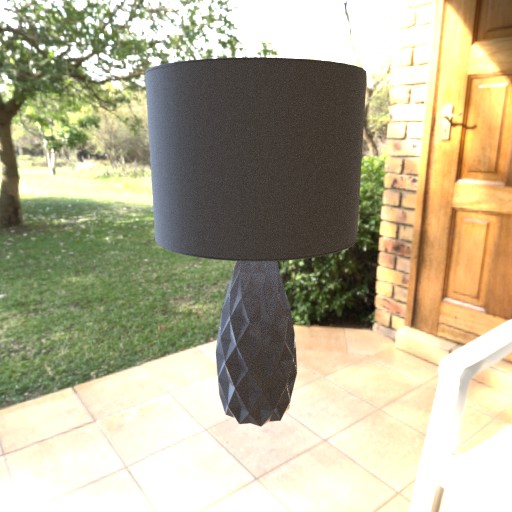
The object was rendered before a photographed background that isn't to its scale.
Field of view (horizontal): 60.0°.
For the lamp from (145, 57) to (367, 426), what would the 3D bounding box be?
[{"bbox_3d":[0.000,0.000,0.676,0.297,0.522,0.297,0,15,0],"label":"lamp"}]
